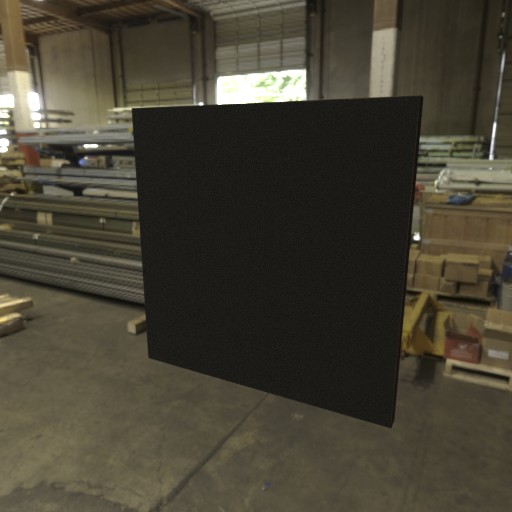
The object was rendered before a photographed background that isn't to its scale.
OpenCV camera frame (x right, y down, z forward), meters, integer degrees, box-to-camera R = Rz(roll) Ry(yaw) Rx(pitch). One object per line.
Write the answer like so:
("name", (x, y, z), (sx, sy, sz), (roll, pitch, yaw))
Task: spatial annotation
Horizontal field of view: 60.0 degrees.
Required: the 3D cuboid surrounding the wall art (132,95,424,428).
("wall art", (0.000, 0.000, 1.166), (0.762, 0.762, 0.038), (8, 16, 27))
